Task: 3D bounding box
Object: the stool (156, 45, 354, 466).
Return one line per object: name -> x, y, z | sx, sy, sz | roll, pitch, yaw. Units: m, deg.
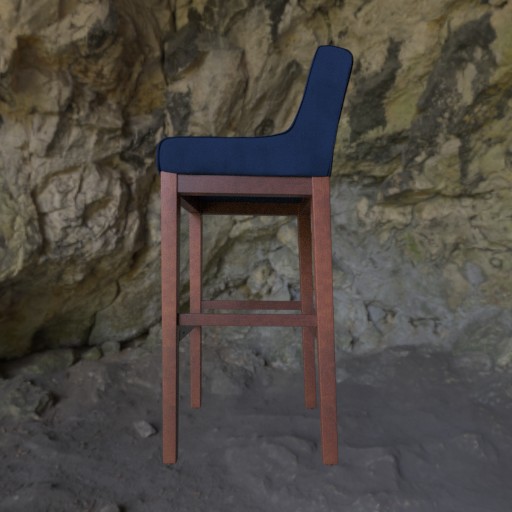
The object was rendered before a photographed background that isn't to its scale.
stool -> 0.000, 0.000, 1.325 | 0.500, 1.037, 0.511 | 0, -1, 1
